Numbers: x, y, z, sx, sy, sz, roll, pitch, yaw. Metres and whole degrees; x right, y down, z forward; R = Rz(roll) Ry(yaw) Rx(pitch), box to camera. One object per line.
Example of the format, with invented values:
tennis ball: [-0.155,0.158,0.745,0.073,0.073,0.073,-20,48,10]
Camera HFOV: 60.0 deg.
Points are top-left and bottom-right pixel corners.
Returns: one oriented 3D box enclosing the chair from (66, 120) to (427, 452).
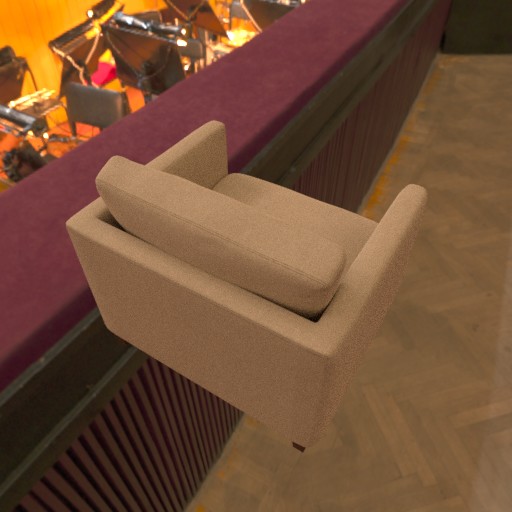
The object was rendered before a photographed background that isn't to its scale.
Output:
chair: [0.000,0.000,1.880,1.107,0.961,0.959,24,50,22]
